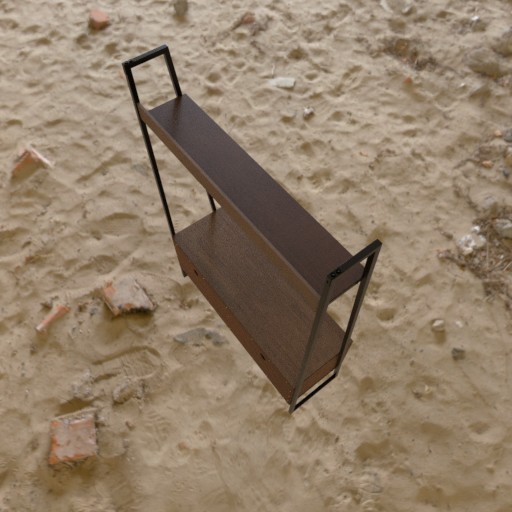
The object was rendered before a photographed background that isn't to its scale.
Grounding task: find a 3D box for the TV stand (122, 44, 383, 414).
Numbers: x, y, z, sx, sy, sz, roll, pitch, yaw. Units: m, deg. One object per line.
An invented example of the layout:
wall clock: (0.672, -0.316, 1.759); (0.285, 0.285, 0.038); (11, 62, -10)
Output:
TV stand: (0.000, 0.000, 2.344); (0.432, 1.772, 1.250); (-33, 64, -18)
